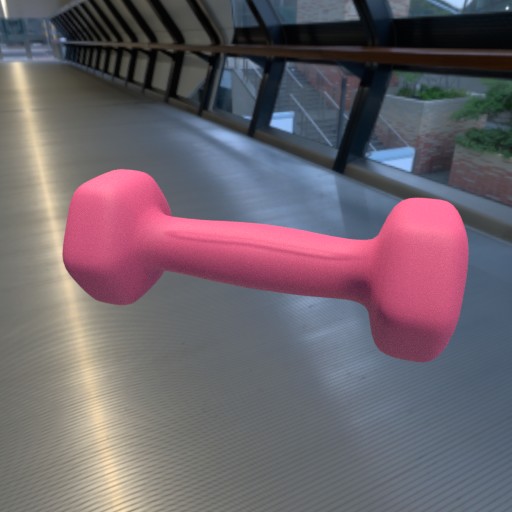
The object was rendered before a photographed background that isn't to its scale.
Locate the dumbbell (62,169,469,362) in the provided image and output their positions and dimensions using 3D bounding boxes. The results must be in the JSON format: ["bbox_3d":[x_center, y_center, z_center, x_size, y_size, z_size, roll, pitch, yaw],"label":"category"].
[{"bbox_3d":[0.000,0.000,0.171,0.146,0.053,0.058,8,28,16],"label":"dumbbell"}]
